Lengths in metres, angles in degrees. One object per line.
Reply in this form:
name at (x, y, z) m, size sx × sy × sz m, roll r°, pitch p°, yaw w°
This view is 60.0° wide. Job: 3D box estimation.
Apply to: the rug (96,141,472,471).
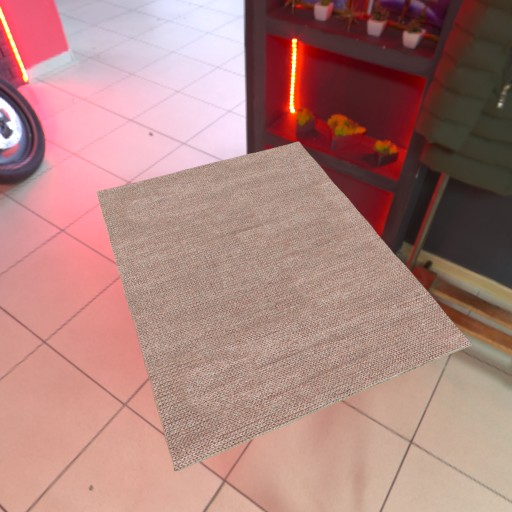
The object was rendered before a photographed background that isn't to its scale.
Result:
rug at (0.000, 0.000, 4.107) m, size 2.429 × 0.030 × 3.052 m, roll -17°, pitch 50°, yaw -15°
